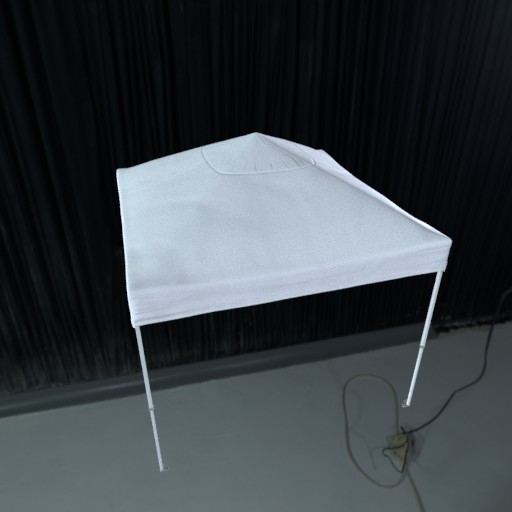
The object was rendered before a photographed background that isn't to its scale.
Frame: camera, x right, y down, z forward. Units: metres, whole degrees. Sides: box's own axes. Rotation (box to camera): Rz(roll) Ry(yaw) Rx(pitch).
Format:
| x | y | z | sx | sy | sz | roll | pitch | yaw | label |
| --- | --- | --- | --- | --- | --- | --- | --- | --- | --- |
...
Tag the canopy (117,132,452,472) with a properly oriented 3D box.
| x | y | z | sx | sy | sz | roll | pitch | yaw | label |
| --- | --- | --- | --- | --- | --- | --- | --- | --- | --- |
| 0.000 | 0.000 | 5.403 | 2.998 | 2.997 | 2.996 | -9 | 31 | -14 | canopy |
